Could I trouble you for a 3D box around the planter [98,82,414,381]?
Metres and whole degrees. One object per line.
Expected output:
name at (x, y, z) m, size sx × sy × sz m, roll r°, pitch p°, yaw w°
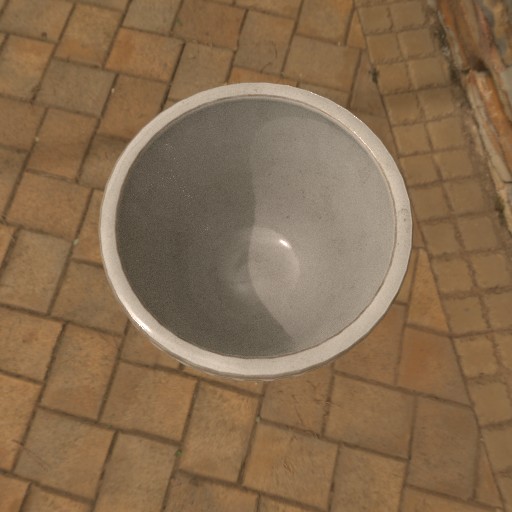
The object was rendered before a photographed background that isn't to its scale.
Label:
planter at (0.000, 0.000, 0.315) m, size 0.173 × 0.160 × 0.173 m, roll 0°, pitch 74°, yaw 0°
